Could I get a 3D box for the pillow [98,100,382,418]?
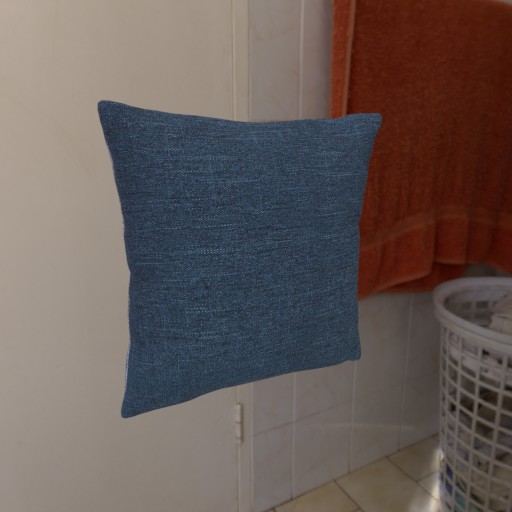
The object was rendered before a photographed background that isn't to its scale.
[{"bbox_3d":[0.000,0.000,0.677,0.435,0.435,0.159,-7,17,-26],"label":"pillow"}]
